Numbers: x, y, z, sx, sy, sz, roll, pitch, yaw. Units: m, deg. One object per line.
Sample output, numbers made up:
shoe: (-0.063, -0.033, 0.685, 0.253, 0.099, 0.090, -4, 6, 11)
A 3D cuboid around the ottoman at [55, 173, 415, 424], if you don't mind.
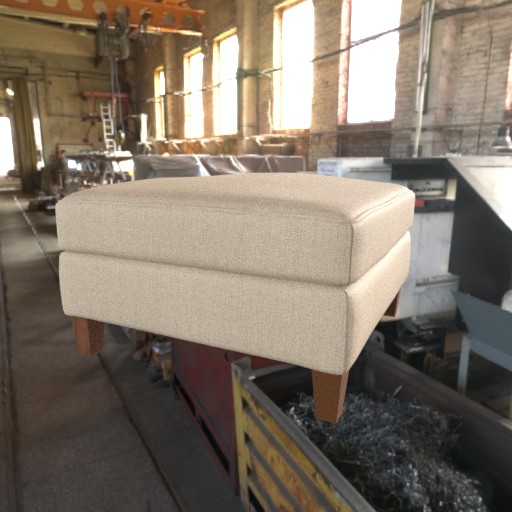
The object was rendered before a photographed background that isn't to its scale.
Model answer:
ottoman: (0.000, 0.000, 1.395, 0.838, 0.503, 0.838, 6, 14, 26)
